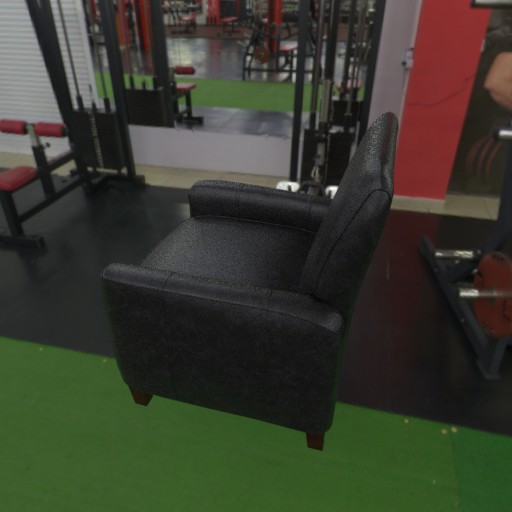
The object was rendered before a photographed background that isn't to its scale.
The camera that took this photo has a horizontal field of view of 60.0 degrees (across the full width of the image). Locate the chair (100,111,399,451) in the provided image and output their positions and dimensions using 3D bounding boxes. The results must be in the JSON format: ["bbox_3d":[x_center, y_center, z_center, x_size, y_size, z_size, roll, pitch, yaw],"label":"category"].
[{"bbox_3d":[0.000,0.000,1.636,0.864,1.014,0.848,9,33,14],"label":"chair"}]
